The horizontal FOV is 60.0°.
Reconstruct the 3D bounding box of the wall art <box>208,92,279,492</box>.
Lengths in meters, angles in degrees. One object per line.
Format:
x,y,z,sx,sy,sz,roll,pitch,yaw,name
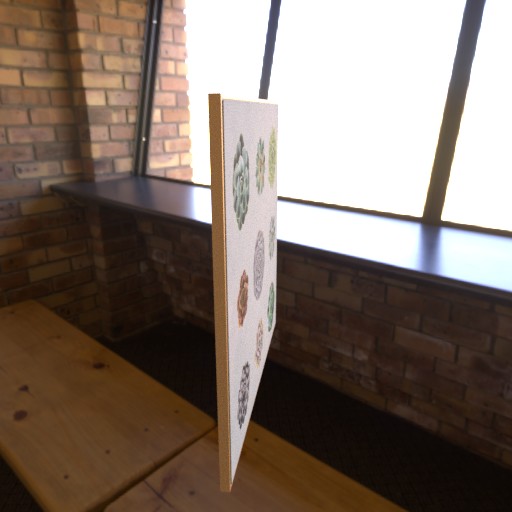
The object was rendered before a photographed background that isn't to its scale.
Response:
0.000,0.000,0.681,0.013,0.455,0.457,3,18,9,wall art
